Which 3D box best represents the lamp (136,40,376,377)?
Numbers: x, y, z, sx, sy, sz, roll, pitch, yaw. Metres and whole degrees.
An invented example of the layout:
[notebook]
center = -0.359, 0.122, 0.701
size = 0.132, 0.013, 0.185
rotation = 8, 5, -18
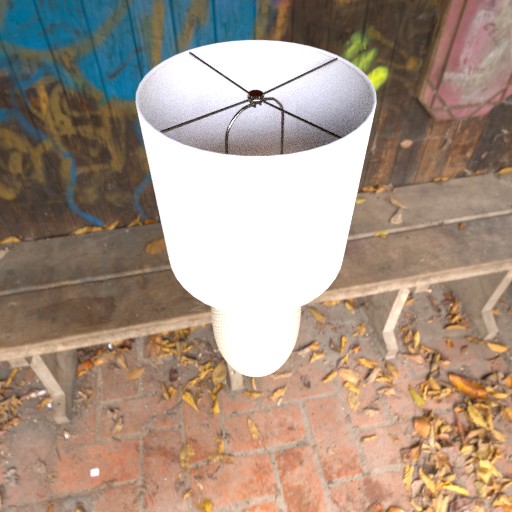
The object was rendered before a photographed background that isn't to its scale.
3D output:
[lamp]
center = 0.000, 0.000, 0.571
size = 0.217, 0.453, 0.217
rotation = -32, 55, -26
